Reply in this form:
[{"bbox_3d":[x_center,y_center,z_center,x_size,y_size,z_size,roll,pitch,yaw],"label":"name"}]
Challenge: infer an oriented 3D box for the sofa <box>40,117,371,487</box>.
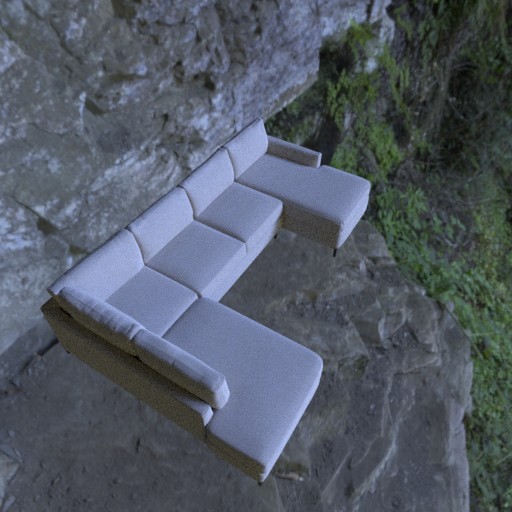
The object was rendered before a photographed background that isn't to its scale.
[{"bbox_3d":[0.000,0.000,3.878,1.989,0.862,2.984,24,52,21],"label":"sofa"}]
